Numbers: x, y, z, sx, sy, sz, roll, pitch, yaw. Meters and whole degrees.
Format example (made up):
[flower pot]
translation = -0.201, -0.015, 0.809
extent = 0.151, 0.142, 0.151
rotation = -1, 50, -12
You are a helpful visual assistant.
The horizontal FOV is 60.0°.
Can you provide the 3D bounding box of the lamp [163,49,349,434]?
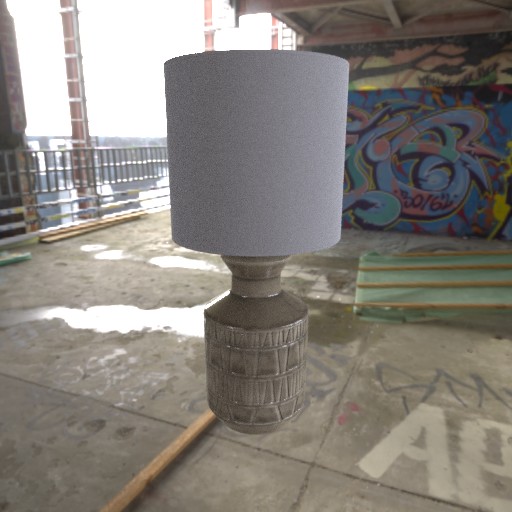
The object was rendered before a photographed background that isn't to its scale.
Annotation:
[lamp]
translation = 0.000, 0.000, 0.572
extent = 0.211, 0.455, 0.211
rotation = 14, 20, 41
